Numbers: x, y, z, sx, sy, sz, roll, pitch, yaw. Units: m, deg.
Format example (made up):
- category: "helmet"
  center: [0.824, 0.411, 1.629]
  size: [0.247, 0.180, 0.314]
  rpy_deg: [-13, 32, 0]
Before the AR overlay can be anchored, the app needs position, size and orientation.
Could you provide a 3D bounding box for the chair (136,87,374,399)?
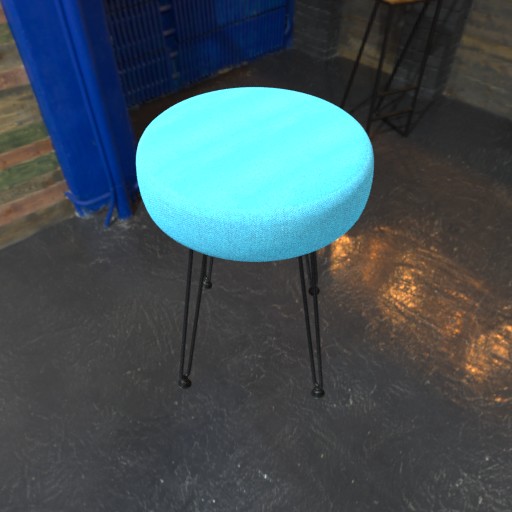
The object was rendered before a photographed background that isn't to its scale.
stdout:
- category: "chair"
  center: [0.000, 0.000, 0.703]
  size: [0.350, 0.440, 0.350]
  rpy_deg: [-32, 53, -27]
